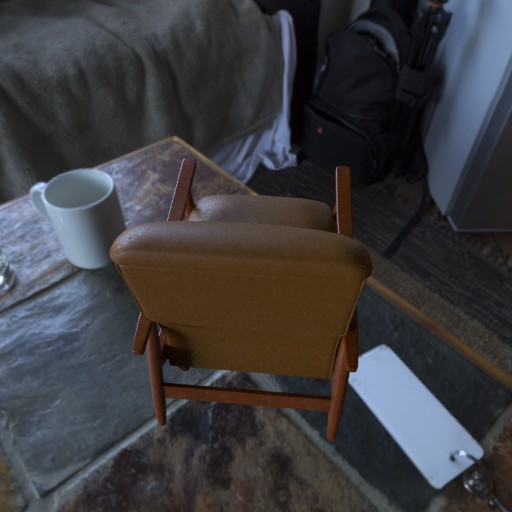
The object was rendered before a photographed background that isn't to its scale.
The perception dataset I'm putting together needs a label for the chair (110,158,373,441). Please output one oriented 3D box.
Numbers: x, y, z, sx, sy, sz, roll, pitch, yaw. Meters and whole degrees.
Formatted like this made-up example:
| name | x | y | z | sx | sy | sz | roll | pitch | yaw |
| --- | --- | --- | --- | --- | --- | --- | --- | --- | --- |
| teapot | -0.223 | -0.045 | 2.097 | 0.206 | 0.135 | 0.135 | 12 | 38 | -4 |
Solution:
| name | x | y | z | sx | sy | sz | roll | pitch | yaw |
| --- | --- | --- | --- | --- | --- | --- | --- | --- | --- |
| chair | 0.000 | 0.000 | 1.747 | 0.762 | 1.082 | 1.014 | 4 | 47 | 3 |
